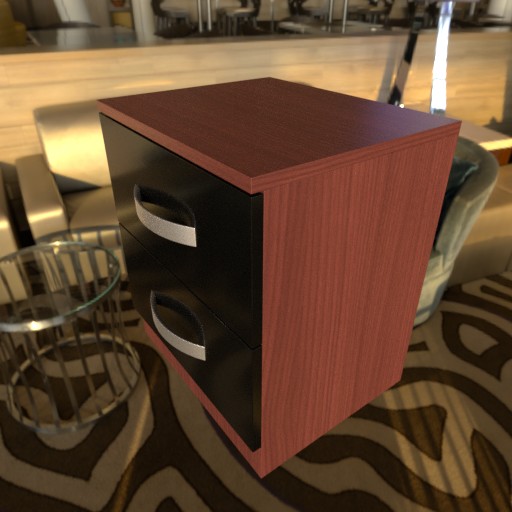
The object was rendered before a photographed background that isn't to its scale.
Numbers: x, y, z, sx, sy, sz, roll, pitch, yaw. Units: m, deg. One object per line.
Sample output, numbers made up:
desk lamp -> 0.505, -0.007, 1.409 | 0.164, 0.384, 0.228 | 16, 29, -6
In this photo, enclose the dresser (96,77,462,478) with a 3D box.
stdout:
dresser -> 0.000, 0.000, 0.735 | 0.360, 0.470, 0.400 | -21, 37, -31
